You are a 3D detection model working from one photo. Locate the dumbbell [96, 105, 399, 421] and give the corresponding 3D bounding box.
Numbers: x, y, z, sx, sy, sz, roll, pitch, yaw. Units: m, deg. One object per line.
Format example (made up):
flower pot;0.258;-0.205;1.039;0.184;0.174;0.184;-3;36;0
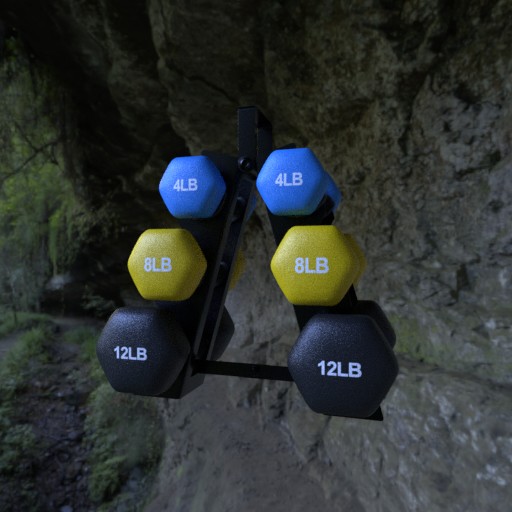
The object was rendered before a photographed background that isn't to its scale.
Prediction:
dumbbell;0.000;0.000;0.670;0.409;0.426;0.255;0;0;17
